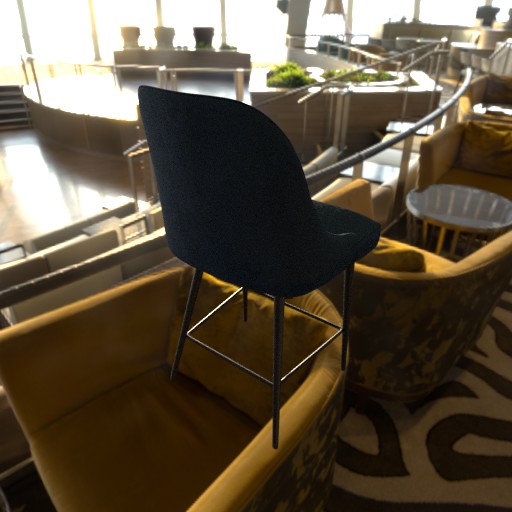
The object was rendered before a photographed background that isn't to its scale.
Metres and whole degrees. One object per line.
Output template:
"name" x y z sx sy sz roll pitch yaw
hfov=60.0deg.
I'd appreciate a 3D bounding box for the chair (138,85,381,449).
"chair" 0.000 0.000 1.219 0.526 0.927 0.489 21 36 32
